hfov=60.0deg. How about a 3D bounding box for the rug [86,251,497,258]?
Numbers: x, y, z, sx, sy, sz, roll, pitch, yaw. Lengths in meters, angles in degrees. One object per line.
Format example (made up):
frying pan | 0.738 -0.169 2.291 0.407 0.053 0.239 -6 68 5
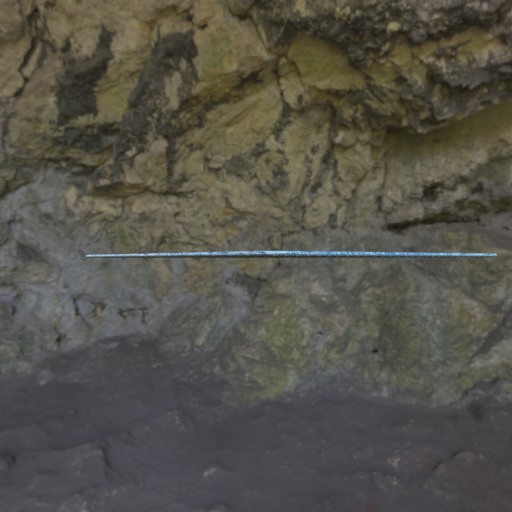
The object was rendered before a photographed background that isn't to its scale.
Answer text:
rug | 0.000 0.000 2.274 1.219 0.016 1.829 0 0 -35
